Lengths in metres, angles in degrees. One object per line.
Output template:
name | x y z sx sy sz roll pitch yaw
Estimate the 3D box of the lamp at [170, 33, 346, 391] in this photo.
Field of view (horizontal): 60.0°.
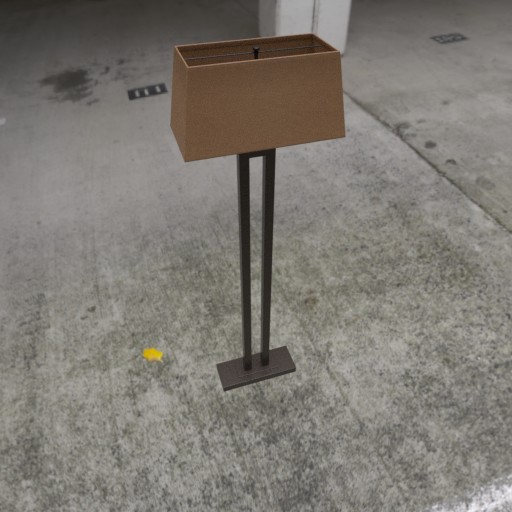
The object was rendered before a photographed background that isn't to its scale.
lamp | 0.000 0.000 1.652 0.475 1.469 0.233 -12 43 -13
